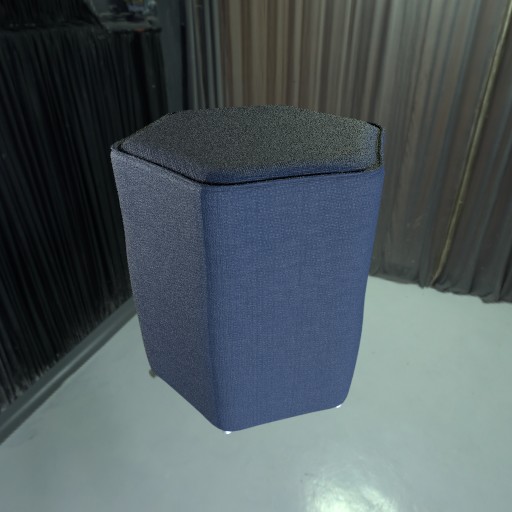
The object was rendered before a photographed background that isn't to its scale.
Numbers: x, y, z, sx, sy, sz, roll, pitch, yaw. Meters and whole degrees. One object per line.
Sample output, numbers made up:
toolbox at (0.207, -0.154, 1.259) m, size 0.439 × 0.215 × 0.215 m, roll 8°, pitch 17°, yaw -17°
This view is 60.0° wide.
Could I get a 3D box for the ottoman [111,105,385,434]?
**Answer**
ottoman at (0.000, 0.000, 0.890) m, size 0.454 × 0.505 × 0.492 m, roll 10°, pitch 32°, yaw 15°
